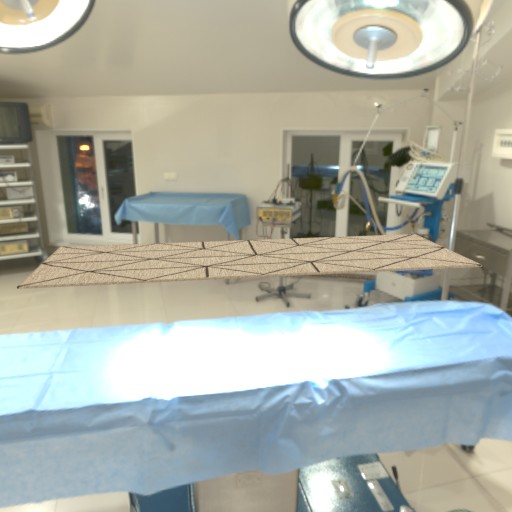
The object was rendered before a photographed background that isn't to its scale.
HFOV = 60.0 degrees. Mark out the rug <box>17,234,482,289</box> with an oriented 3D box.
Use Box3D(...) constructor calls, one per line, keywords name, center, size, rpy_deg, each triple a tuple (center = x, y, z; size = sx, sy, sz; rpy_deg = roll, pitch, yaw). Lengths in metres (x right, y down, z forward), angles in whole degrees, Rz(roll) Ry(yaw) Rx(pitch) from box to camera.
Box3D(name="rug", center=(0.000, 0.000, 2.661), size=(2.438, 0.012, 0.762), rpy_deg=(-2, 16, -8))
